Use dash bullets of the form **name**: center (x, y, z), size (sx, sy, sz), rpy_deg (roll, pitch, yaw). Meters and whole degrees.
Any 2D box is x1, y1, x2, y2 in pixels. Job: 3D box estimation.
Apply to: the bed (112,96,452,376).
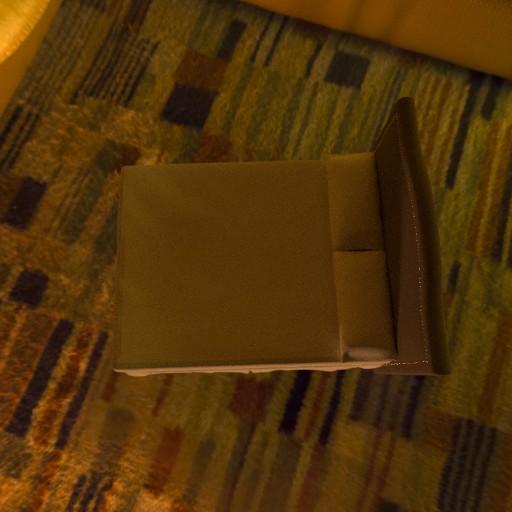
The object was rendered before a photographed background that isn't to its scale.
- **bed**: center (0.000, 0.000, 3.093), size (2.036, 1.387, 1.666), rpy_deg (-2, 76, 0)
